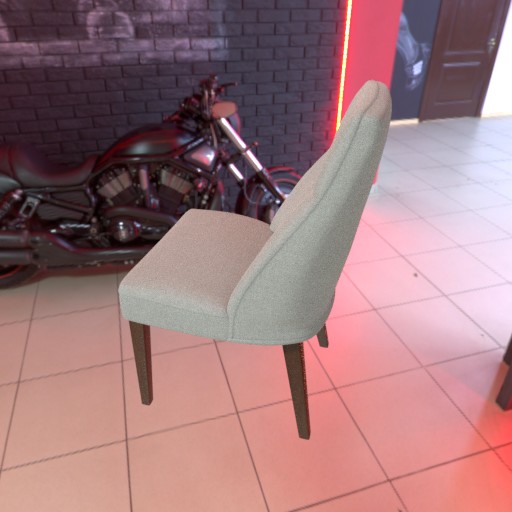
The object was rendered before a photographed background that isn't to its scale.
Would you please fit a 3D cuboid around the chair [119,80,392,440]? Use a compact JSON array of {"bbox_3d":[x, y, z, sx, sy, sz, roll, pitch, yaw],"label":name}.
[{"bbox_3d":[0.000,0.000,1.265,0.620,0.930,0.500,8,32,13],"label":"chair"}]
